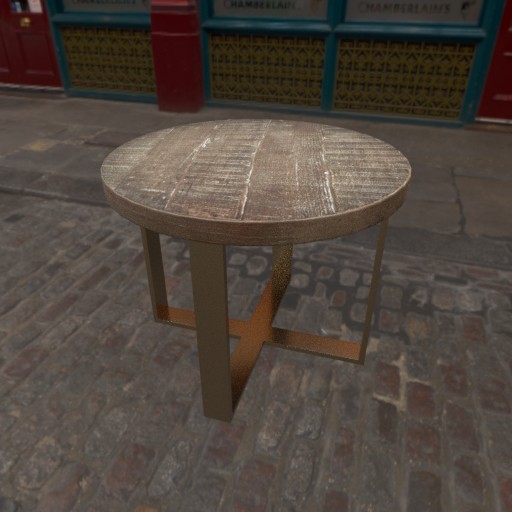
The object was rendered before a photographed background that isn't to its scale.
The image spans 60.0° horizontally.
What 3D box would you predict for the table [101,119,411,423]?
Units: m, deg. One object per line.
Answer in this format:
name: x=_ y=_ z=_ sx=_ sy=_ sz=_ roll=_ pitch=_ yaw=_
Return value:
table: x=0.000 y=0.000 z=0.942 sx=0.557 sy=0.437 sz=0.557 roll=0 pitch=31 yaw=0
